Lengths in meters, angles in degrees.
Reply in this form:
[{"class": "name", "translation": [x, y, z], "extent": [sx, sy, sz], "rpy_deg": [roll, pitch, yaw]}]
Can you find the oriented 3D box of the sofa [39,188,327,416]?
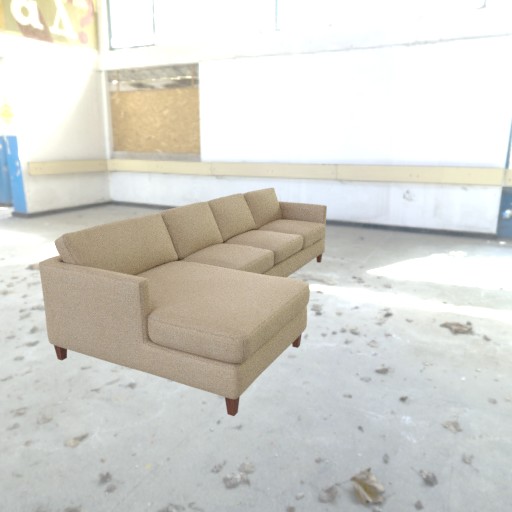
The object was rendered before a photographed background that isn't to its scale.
[{"class": "sofa", "translation": [0.000, 0.000, 3.876], "extent": [1.502, 0.876, 3.201], "rpy_deg": [8, 17, 26]}]
